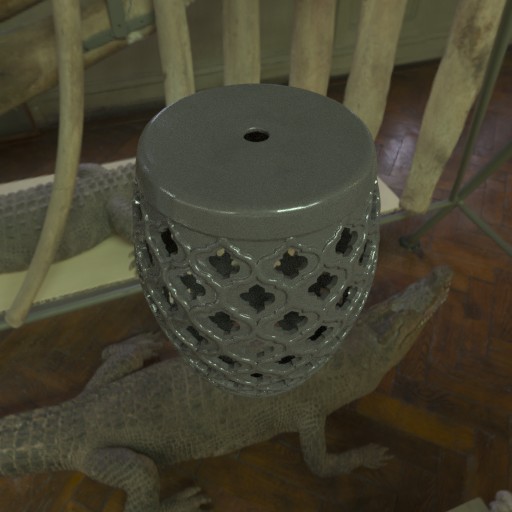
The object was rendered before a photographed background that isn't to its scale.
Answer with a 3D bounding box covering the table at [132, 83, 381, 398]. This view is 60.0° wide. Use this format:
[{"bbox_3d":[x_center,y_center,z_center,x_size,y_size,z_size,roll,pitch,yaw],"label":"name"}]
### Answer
[{"bbox_3d":[0.000,0.000,0.628,0.325,0.388,0.325,0,46,0],"label":"table"}]
